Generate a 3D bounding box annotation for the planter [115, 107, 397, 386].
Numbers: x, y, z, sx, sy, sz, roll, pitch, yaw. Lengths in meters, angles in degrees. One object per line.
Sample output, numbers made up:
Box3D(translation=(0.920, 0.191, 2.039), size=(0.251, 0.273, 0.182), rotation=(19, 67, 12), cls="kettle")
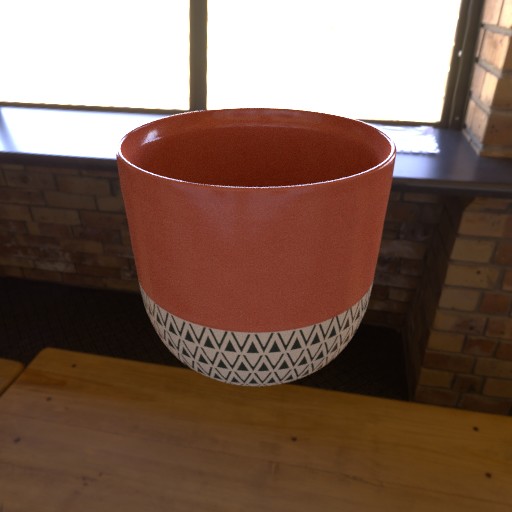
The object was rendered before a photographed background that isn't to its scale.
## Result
Box3D(translation=(0.000, 0.000, 0.502), size=(0.266, 0.270, 0.266), rotation=(0, 31, 0), cls="planter")
